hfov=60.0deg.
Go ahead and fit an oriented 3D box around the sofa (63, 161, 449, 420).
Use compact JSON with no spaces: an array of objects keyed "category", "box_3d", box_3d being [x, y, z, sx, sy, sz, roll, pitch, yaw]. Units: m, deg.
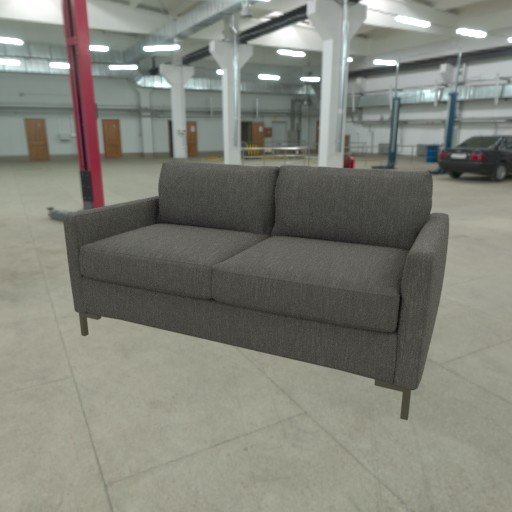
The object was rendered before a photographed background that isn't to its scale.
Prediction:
[{"category":"sofa","box_3d":[0.000,0.000,2.162,1.682,0.840,0.875,7,17,25]}]
